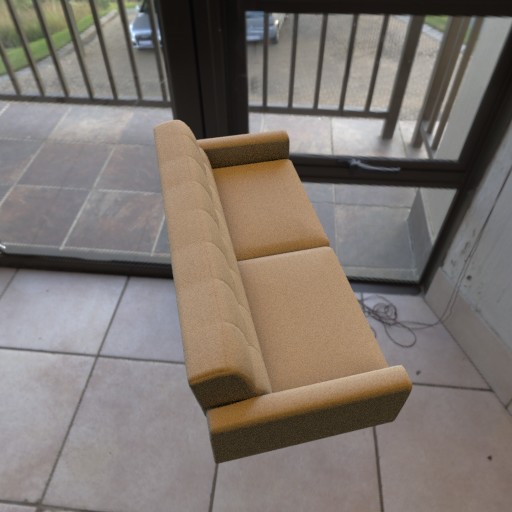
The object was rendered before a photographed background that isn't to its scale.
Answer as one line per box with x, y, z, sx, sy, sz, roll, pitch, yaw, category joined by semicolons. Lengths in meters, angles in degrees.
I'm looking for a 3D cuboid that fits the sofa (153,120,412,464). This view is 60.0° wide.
0.000;0.000;2.703;0.980;0.892;2.137;-10;49;-9;sofa
